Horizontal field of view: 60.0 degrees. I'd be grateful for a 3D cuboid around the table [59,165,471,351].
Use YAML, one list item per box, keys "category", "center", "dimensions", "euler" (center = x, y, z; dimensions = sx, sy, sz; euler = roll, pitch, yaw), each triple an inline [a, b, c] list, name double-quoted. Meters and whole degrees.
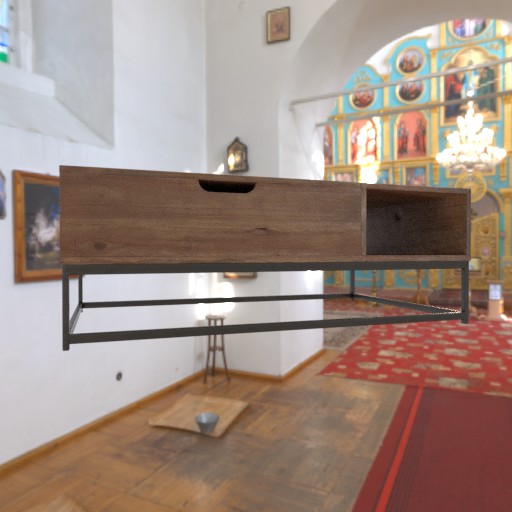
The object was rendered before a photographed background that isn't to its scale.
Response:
- category: "table"
  center: [0.000, 0.000, 1.423]
  dimensions: [1.101, 0.395, 0.655]
  euler: [0, 1, -19]
